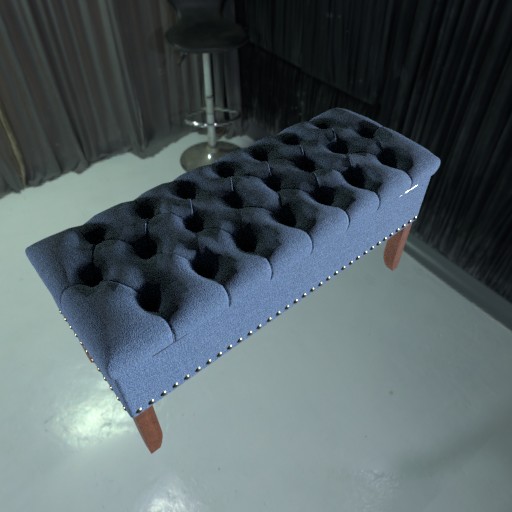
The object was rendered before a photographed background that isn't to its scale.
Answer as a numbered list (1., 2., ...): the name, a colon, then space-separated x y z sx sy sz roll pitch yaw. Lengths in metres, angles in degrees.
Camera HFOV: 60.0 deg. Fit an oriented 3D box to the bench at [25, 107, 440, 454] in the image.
1. bench: 0.000 0.000 1.287 1.052 0.492 0.417 -31 53 -27
